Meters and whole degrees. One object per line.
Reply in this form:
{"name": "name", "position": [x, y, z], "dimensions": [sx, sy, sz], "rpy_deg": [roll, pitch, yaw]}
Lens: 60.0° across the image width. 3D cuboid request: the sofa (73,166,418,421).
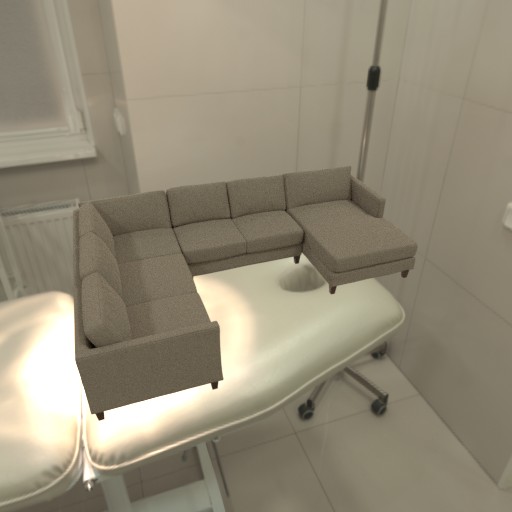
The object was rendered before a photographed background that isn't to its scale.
{"name": "sofa", "position": [0.000, 0.000, 4.533], "dimensions": [3.438, 0.865, 2.424], "rpy_deg": [-11, 33, -17]}
